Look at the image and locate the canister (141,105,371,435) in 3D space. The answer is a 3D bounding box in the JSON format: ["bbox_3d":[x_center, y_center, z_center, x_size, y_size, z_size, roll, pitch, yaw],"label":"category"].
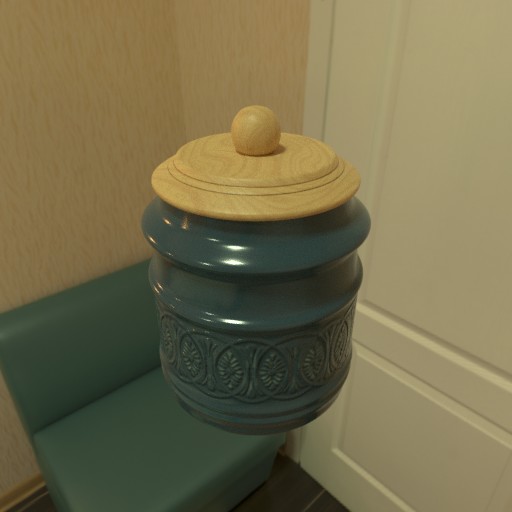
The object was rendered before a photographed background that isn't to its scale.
[{"bbox_3d":[0.000,0.000,0.270,0.130,0.176,0.130,0,30,0],"label":"canister"}]
